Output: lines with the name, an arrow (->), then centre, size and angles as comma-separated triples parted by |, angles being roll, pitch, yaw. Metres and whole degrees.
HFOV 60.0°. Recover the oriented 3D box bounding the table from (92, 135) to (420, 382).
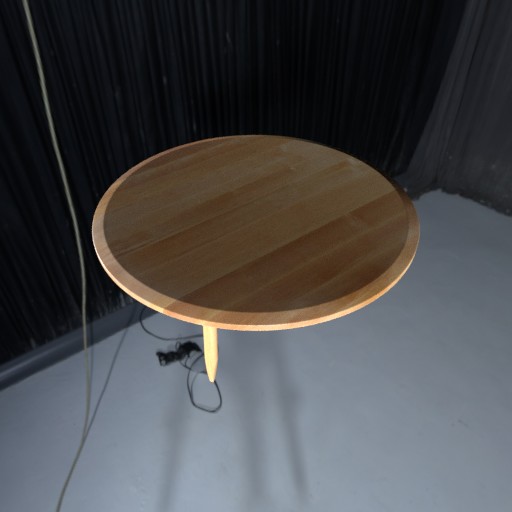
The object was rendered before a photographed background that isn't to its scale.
table -> 0.000, 0.000, 1.391 | 0.900, 0.400, 0.900 | 0, 40, 0
